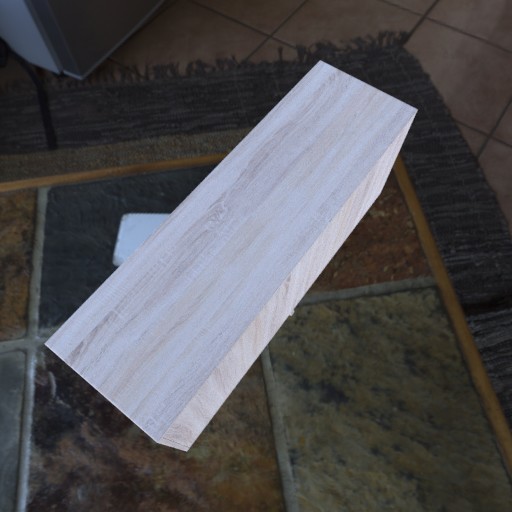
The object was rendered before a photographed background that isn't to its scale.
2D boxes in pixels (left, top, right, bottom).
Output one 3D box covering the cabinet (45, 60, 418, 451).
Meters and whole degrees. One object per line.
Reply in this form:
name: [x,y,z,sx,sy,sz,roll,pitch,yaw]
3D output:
cabinet: [0.000,0.000,2.029,0.500,0.780,1.650,34,69,15]
